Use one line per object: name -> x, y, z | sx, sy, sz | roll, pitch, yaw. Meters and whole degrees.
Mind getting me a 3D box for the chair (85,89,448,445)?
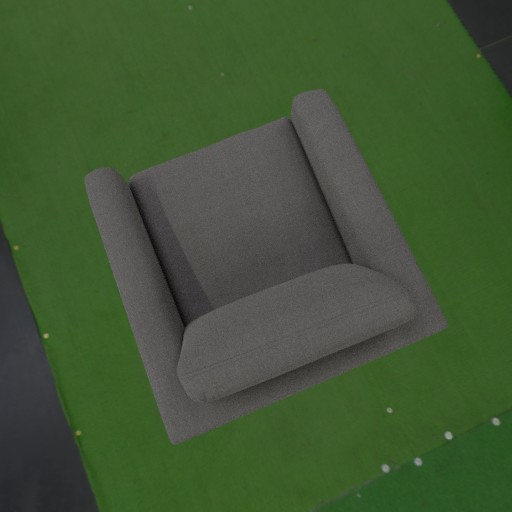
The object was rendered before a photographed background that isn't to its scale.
chair -> 0.000, 0.000, 1.831 | 1.070, 0.847, 1.100 | -22, 77, -5
